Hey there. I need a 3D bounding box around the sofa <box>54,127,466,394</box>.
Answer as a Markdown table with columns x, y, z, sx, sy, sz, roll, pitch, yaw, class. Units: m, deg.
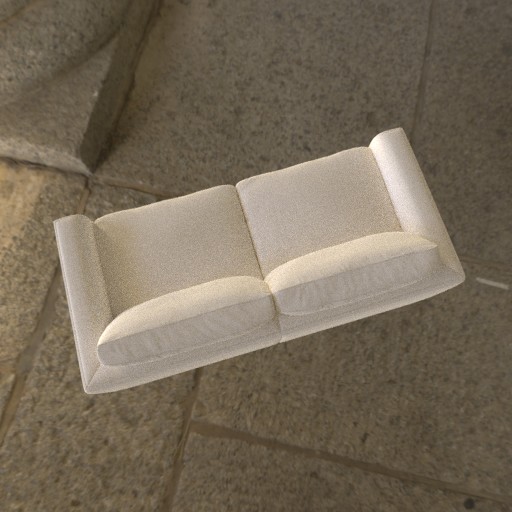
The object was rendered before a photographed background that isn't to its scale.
| x | y | z | sx | sy | sz | roll | pitch | yaw | class |
| --- | --- | --- | --- | --- | --- | --- | --- | --- | --- |
| 0.000 | 0.000 | 2.740 | 2.262 | 0.801 | 1.070 | -16 | 76 | -4 | sofa |
